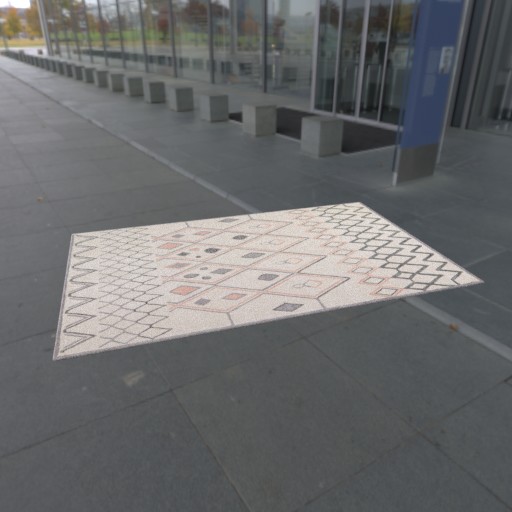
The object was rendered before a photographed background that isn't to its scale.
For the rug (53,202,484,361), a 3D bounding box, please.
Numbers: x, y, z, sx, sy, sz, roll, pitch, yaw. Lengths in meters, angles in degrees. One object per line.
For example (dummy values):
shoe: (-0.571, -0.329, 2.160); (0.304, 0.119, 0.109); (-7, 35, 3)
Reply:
rug: (0.000, 0.000, 3.020); (2.438, 0.015, 1.524); (-8, 27, -15)
